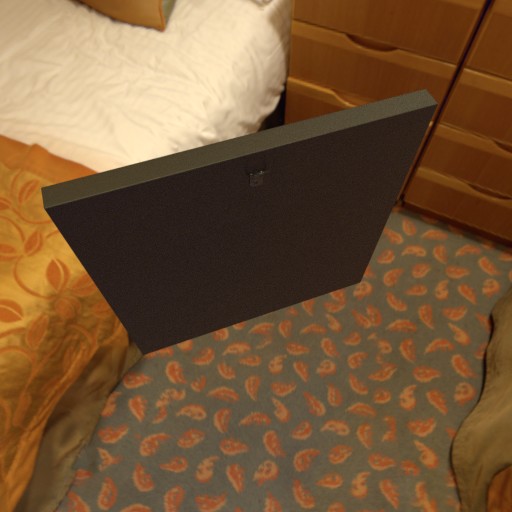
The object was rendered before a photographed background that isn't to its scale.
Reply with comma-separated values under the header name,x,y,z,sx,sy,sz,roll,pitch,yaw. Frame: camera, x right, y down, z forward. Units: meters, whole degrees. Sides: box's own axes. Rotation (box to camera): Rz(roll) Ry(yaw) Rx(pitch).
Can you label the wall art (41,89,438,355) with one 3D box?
name,x,y,z,sx,sy,sz,roll,pitch,yaw
wall art,0.000,0.000,0.522,0.349,0.349,0.038,-17,61,-10
